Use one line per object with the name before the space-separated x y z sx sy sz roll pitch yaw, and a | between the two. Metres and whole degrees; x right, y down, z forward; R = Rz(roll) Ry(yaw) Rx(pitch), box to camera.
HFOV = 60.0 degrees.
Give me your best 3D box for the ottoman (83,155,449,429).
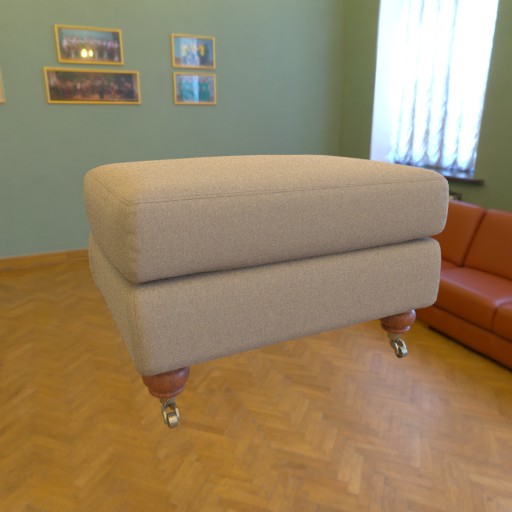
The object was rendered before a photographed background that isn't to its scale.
ottoman | 0.000 0.000 1.153 0.773 0.497 0.574 -8 19 -25
